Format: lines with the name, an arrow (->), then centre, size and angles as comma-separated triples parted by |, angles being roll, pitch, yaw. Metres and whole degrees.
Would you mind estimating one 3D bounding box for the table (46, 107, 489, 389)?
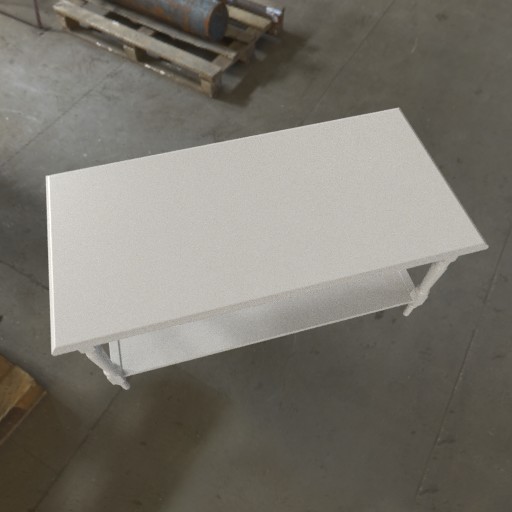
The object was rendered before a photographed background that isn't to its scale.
table -> 0.000, 0.000, 1.428 | 1.109, 0.506, 0.551 | -13, 60, -8
